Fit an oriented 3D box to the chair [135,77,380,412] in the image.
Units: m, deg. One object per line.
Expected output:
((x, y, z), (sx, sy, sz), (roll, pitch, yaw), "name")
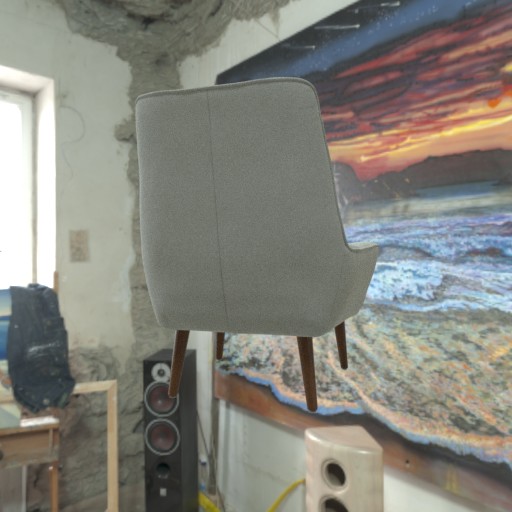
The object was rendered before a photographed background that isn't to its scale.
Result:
((0.000, 0.000, 1.495), (0.787, 0.888, 0.822), (0, 0, 17), "chair")
